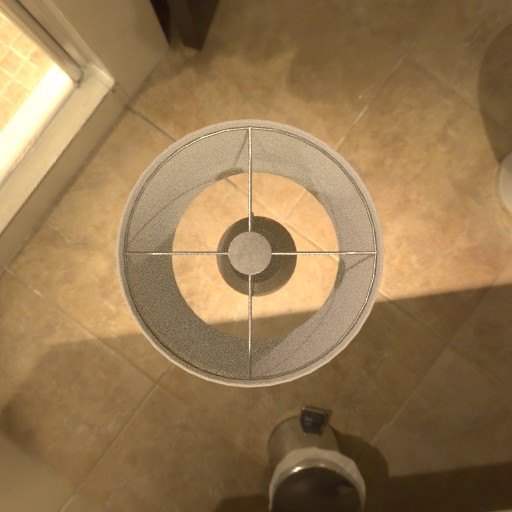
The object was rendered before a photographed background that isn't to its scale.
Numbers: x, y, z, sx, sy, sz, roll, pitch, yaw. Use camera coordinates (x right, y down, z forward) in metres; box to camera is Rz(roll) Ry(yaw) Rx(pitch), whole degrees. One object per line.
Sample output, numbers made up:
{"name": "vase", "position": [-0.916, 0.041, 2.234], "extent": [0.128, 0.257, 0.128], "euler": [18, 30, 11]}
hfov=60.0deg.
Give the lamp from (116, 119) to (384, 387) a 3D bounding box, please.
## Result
{"name": "lamp", "position": [0.000, 0.000, 0.595], "extent": [0.212, 0.493, 0.212], "euler": [0, 89, 1]}
